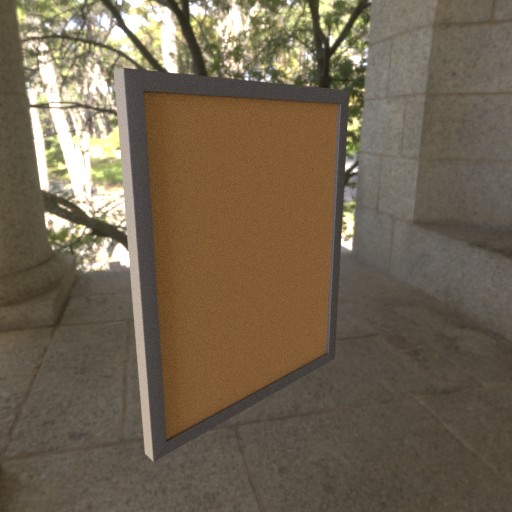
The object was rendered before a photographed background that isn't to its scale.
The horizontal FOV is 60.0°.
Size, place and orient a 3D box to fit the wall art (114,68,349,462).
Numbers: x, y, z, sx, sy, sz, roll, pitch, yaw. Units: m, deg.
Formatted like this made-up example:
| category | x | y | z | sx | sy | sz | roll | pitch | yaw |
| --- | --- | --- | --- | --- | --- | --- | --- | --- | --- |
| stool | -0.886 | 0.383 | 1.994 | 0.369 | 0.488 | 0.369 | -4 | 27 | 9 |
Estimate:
| category | x | y | z | sx | sy | sz | roll | pitch | yaw |
| --- | --- | --- | --- | --- | --- | --- | --- | --- | --- |
| wall art | 0.000 | 0.000 | 0.761 | 0.458 | 0.558 | 0.029 | -15 | 22 | -42 |
